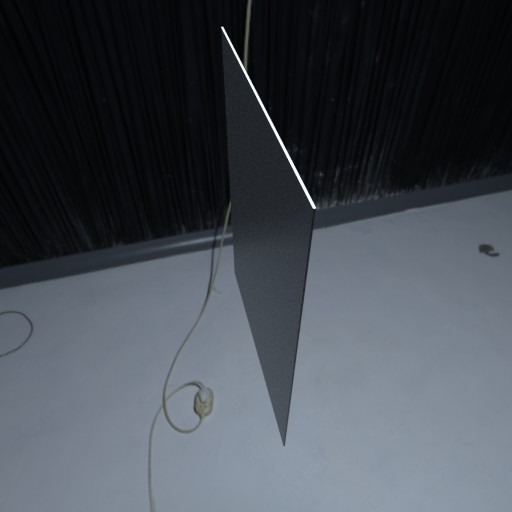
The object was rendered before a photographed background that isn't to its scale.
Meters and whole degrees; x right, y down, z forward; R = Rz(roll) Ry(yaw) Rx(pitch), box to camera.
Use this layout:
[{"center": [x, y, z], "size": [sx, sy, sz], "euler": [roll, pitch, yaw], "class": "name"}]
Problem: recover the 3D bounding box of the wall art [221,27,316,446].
[{"center": [0.000, 0.000, 0.789], "size": [0.003, 0.609, 0.457], "euler": [-10, 48, -9], "class": "wall art"}]
